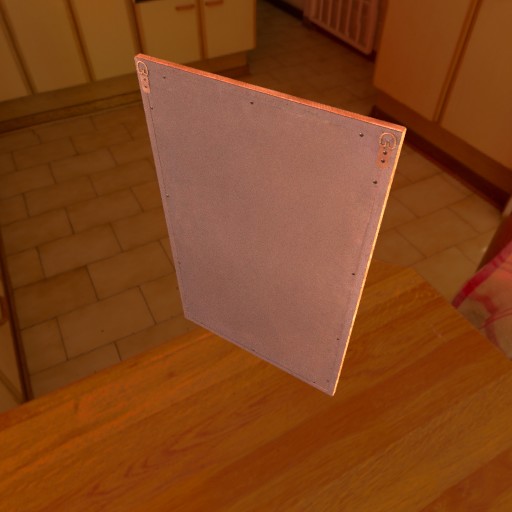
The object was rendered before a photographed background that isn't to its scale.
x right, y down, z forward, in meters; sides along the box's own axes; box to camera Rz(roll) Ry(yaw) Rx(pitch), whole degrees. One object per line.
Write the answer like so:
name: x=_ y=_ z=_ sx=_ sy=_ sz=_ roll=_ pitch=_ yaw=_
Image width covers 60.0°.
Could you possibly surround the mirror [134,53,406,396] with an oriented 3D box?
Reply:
mirror: x=0.000 y=0.000 z=0.994 sx=0.495 sy=0.787 sz=0.058 roll=24 pitch=51 yaw=21
